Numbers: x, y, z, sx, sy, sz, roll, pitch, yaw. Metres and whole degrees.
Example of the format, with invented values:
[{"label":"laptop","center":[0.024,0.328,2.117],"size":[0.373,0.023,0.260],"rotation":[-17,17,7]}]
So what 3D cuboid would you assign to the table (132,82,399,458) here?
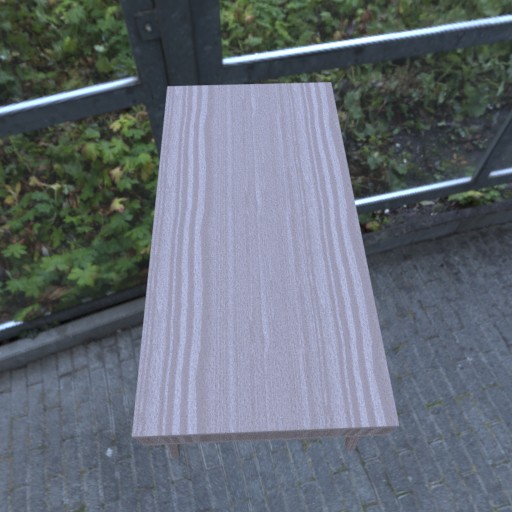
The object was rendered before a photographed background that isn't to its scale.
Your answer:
[{"label":"table","center":[0.000,0.000,1.496],"size":[0.600,0.450,1.200],"rotation":[-2,58,-1]}]
